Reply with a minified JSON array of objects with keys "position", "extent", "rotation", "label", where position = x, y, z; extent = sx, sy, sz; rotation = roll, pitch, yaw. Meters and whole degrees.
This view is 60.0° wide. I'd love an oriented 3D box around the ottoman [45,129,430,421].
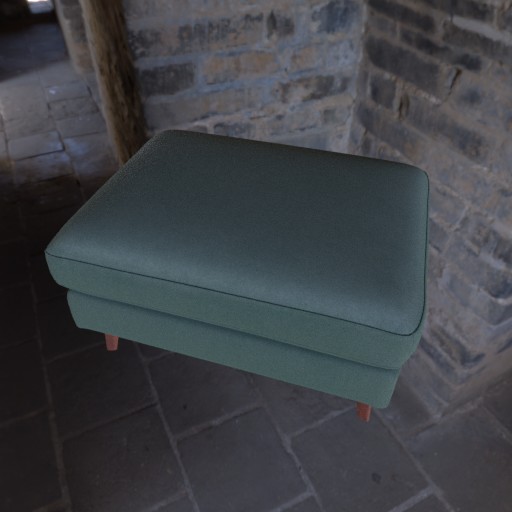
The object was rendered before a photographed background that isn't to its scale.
[{"position":[0.000,0.000,1.165],"extent":[0.811,0.449,0.608],"rotation":[12,43,13],"label":"ottoman"}]
